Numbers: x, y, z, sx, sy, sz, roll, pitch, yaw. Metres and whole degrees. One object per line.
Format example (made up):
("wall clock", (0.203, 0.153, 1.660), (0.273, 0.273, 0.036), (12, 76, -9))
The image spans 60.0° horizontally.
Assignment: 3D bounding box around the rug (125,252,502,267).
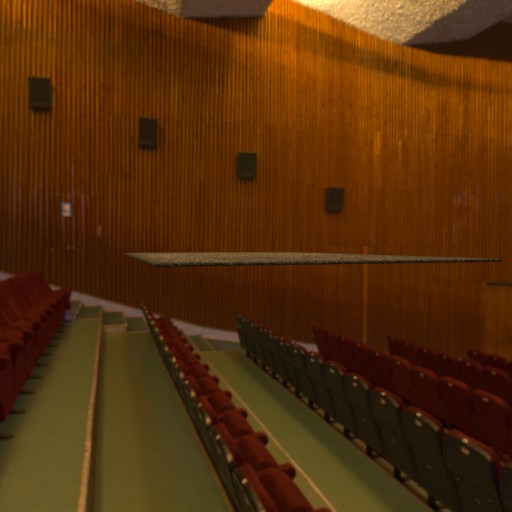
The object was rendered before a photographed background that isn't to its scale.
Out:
("rug", (0.000, 0.000, 2.121), (1.139, 0.010, 1.754), (0, 1, -19))
